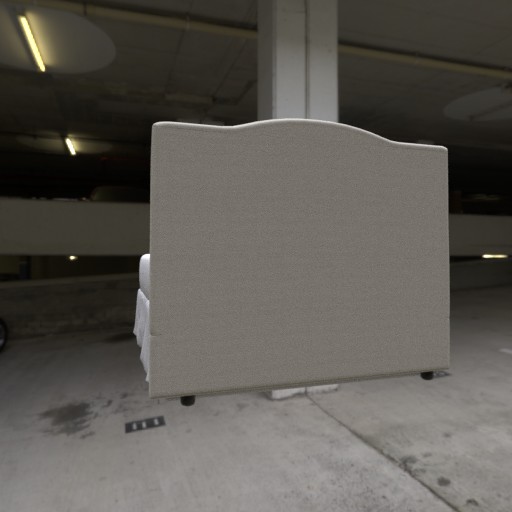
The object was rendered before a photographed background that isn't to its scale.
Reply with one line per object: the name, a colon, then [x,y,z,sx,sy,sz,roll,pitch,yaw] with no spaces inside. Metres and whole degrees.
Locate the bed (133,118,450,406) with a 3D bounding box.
bed: [0.000,0.000,3.351,1.741,1.449,2.196,0,0,-18]
